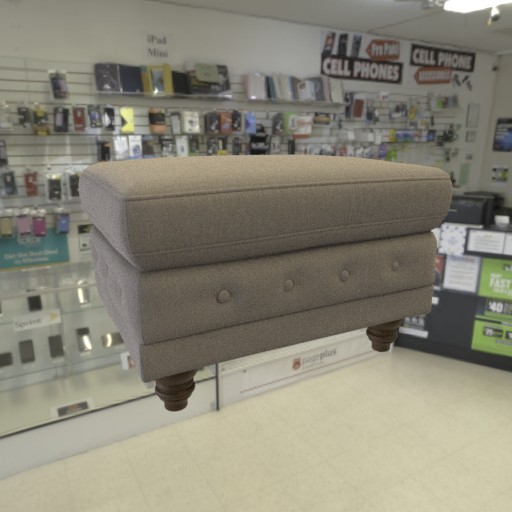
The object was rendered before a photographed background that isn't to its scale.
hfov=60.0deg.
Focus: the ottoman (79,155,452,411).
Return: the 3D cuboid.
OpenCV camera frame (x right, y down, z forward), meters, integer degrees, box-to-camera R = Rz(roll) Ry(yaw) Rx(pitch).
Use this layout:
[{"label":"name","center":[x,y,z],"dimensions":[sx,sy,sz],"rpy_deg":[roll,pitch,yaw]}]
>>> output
[{"label":"ottoman","center":[0.000,0.000,1.137],"dimensions":[0.771,0.500,0.569],"rpy_deg":[-8,17,-26]}]
